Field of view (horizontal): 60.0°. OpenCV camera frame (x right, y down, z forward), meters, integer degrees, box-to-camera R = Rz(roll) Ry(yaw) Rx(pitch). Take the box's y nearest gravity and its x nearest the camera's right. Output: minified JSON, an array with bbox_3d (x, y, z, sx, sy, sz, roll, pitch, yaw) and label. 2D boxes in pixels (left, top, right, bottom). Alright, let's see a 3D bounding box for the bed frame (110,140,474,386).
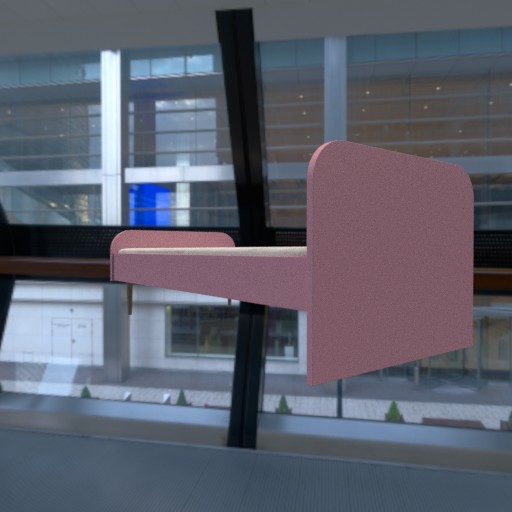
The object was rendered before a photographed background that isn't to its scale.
[{"bbox_3d":[0.000,0.000,2.501,0.998,0.805,1.963,-1,1,-36],"label":"bed frame"}]
